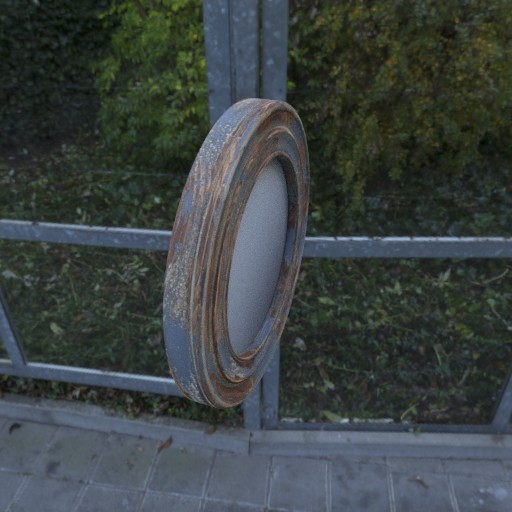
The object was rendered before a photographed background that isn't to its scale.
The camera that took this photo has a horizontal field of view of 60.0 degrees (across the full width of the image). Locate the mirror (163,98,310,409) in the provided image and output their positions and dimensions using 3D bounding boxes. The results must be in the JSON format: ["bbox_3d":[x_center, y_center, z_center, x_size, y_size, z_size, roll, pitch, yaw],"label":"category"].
[{"bbox_3d":[0.000,0.000,0.876,0.061,0.585,0.585,11,32,18],"label":"mirror"}]
